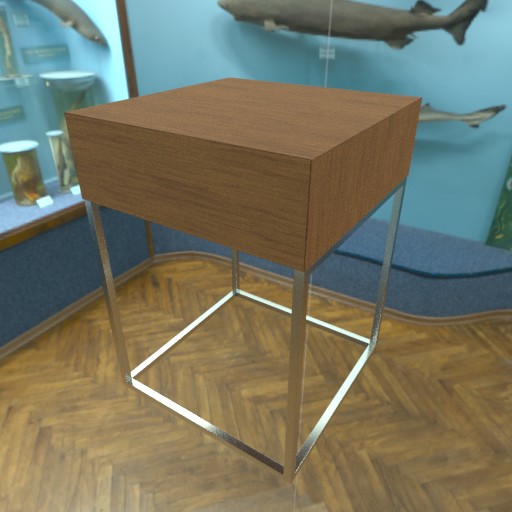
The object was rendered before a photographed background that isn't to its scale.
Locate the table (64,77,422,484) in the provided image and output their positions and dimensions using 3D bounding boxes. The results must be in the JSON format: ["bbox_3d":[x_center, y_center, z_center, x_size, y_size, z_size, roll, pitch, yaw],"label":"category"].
[{"bbox_3d":[0.000,0.000,0.819,0.397,0.540,0.398,18,35,29],"label":"table"}]
